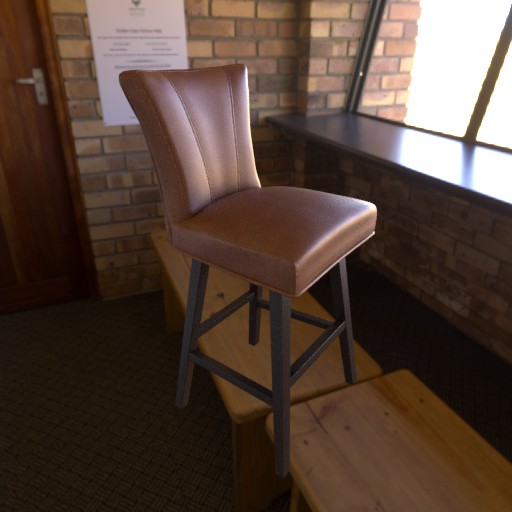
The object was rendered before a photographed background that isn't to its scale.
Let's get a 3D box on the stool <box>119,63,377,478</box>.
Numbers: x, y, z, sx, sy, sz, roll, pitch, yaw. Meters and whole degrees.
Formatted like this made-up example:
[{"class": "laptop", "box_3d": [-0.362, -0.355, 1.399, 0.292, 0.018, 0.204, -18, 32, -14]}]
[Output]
[{"class": "stool", "box_3d": [0.000, 0.000, 1.403, 0.585, 1.094, 0.522, 17, 31, 32]}]
